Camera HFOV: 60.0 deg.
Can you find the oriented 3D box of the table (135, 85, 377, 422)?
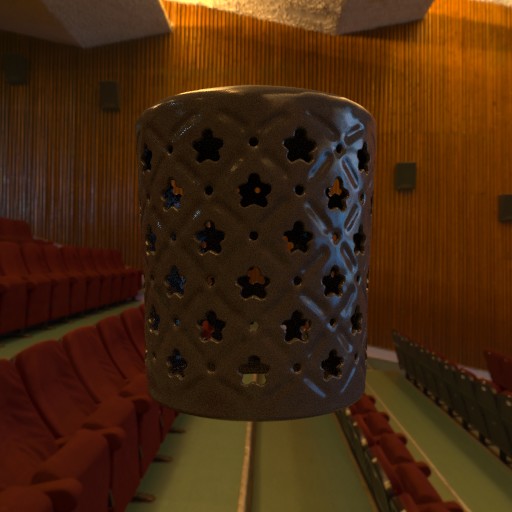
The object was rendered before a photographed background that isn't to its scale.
[{"bbox_3d":[0.000,0.000,0.664,0.352,0.387,0.352,0,-1,0],"label":"table"}]
